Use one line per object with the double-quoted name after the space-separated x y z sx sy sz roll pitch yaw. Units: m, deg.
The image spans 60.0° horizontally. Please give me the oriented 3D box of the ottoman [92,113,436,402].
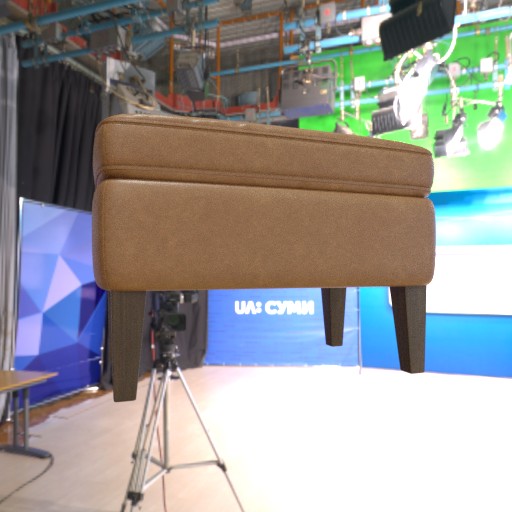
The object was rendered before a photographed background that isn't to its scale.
0.000 0.000 0.964 0.670 0.480 0.420 1 -2 -19 "ottoman"
